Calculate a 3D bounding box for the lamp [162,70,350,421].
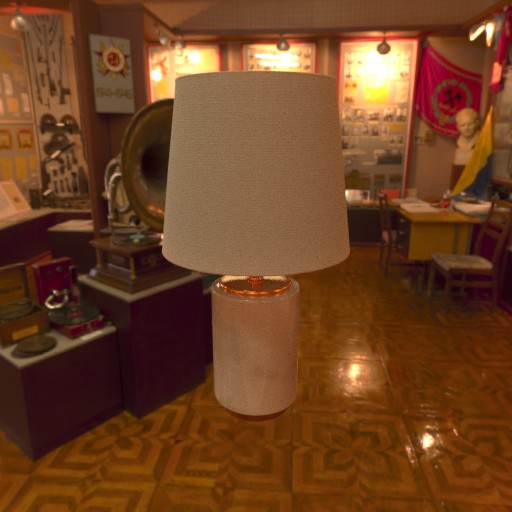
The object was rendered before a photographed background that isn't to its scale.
[{"bbox_3d":[0.000,0.000,0.460,0.189,0.340,0.189,0,16,0],"label":"lamp"}]
